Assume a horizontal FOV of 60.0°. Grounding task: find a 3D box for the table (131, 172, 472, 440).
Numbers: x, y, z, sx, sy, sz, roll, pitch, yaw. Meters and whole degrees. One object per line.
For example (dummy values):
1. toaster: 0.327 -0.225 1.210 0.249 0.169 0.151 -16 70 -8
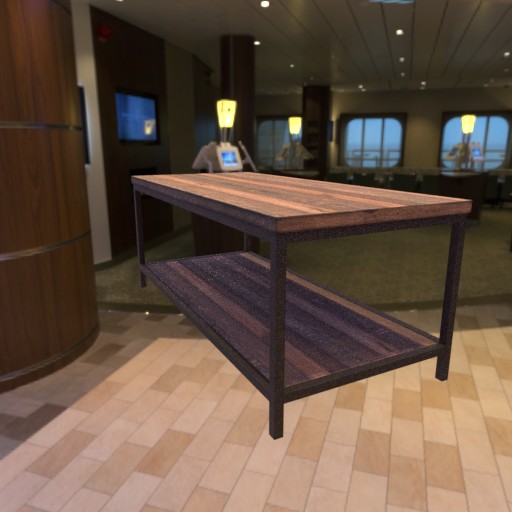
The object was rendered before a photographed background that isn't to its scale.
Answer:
1. table: 0.000 0.000 1.253 0.452 0.399 0.990 -7 16 -27
